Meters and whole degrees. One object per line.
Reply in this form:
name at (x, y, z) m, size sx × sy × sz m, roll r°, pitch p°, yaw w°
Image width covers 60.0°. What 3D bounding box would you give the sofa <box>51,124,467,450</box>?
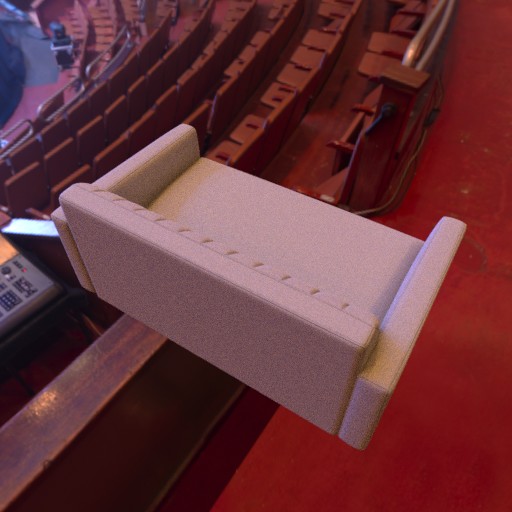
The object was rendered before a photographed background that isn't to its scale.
sofa at (0.000, 0.000, 2.100) m, size 1.585 × 0.801 × 0.950 m, roll 25°, pitch 51°, yaw 22°
